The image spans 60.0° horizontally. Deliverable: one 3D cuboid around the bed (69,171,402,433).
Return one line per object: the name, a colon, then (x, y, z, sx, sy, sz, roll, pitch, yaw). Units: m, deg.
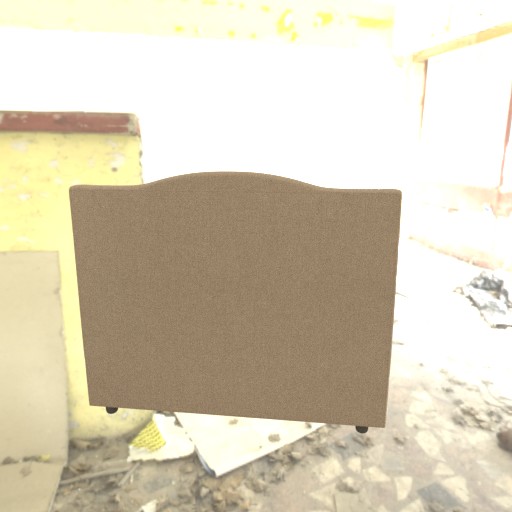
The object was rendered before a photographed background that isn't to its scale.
bed: (0.000, 0.000, 3.452, 1.821, 1.436, 2.282, 2, 15, 7)
